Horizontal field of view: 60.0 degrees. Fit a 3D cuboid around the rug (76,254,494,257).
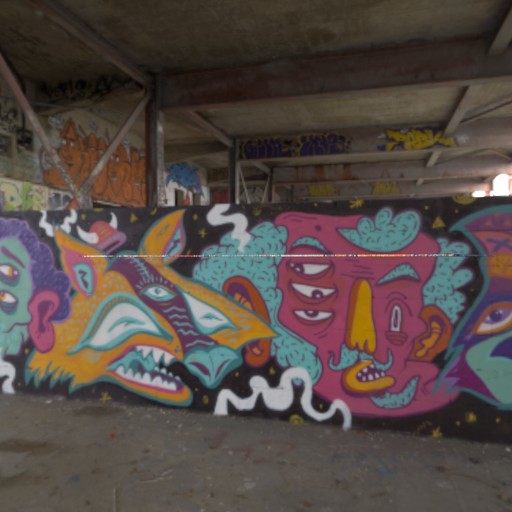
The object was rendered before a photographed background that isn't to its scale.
[{"bbox_3d":[0.000,0.000,2.582,2.362,0.008,0.832,0,0,36],"label":"rug"}]
